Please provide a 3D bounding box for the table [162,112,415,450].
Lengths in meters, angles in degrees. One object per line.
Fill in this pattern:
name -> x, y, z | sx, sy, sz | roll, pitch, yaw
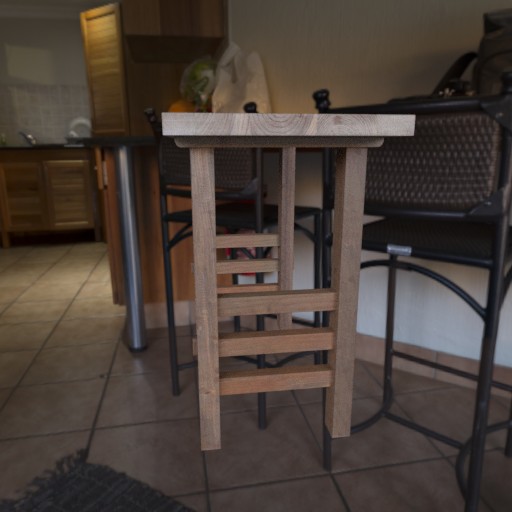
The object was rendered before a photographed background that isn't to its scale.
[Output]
table -> 0.000, 0.000, 1.598 | 0.556, 0.914, 1.119 | -2, 15, -8
